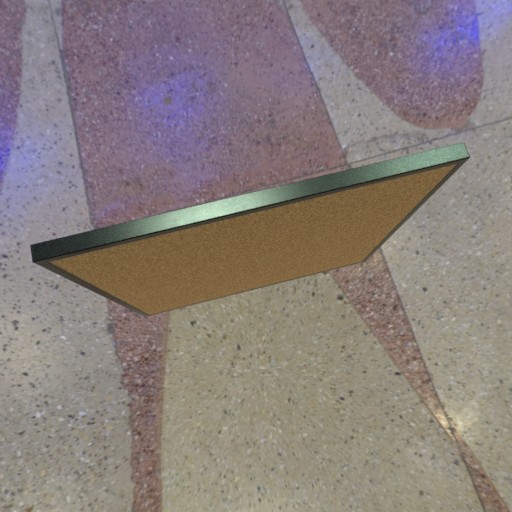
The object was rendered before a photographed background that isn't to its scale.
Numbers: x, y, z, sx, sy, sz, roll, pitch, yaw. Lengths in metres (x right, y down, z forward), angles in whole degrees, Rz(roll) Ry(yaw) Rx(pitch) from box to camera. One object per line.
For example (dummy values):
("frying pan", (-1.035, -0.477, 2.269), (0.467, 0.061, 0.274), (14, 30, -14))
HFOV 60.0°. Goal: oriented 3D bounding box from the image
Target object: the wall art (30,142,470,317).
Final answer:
("wall art", (0.000, 0.000, 0.514), (0.349, 0.349, 0.014), (-14, 76, -4))
